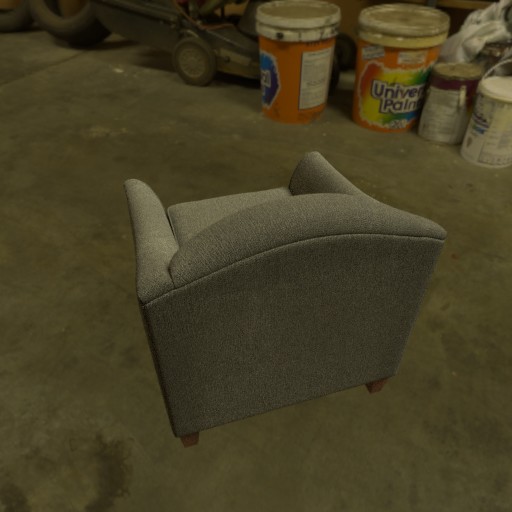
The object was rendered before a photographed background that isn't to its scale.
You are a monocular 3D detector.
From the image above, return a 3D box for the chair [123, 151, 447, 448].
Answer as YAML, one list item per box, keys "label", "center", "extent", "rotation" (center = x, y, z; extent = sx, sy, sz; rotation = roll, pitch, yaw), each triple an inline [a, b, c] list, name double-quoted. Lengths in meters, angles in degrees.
- label: "chair"
  center: [0.000, 0.000, 1.471]
  extent: [0.763, 0.839, 0.787]
  rotation: [-11, 42, -13]
